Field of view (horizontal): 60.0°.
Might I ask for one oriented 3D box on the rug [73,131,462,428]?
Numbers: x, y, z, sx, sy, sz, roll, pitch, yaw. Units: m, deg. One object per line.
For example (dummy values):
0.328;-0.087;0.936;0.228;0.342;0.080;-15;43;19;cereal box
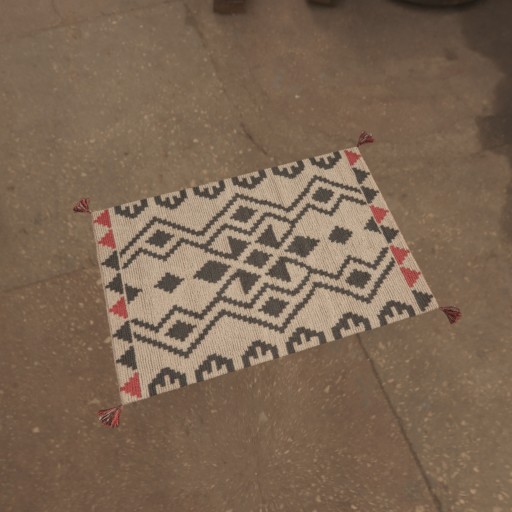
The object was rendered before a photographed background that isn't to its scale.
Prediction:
0.000;0.000;2.659;2.069;0.067;1.444;-15;65;-7;rug
